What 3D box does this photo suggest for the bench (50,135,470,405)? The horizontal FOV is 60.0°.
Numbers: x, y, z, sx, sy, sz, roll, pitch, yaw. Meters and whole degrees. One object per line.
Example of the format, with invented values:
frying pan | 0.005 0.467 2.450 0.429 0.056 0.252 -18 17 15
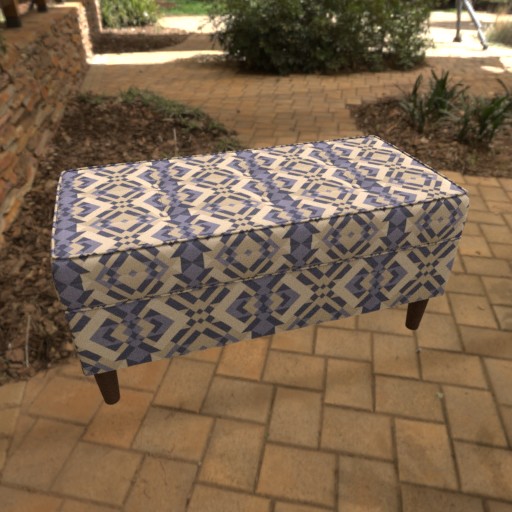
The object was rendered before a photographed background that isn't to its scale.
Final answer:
bench | 0.000 0.000 1.297 1.016 0.477 0.492 -10 35 -15
